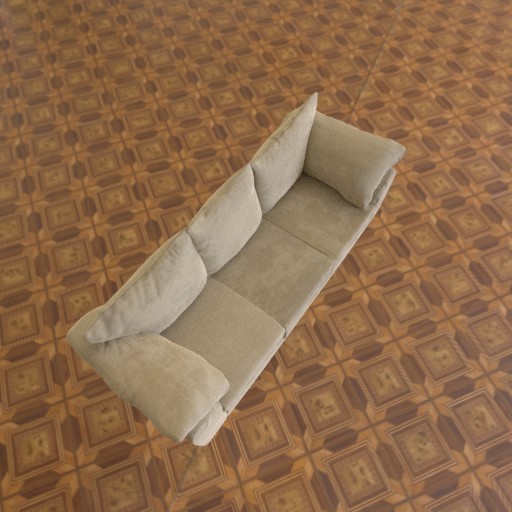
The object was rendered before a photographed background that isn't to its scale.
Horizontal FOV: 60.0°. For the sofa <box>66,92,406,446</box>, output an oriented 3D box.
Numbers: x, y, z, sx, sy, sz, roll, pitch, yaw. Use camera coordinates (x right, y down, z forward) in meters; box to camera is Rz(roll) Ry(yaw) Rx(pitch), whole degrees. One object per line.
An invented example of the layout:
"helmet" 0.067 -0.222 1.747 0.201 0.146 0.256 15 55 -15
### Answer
"sofa" 0.000 0.000 2.908 0.893 0.981 2.377 32 63 18
